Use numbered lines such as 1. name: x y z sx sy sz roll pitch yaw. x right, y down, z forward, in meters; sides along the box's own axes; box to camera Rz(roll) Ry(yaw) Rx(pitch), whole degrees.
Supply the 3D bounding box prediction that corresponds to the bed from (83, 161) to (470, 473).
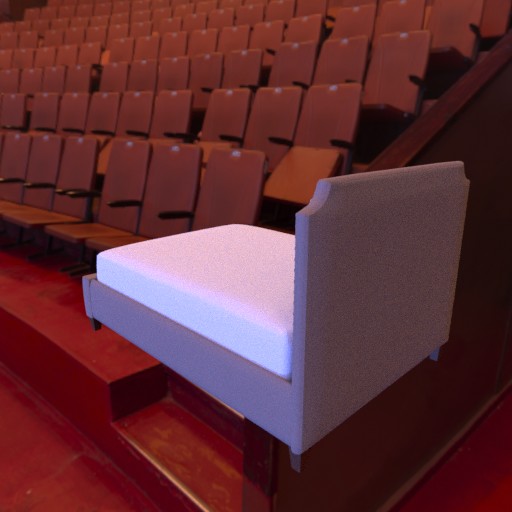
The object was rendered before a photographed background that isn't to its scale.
1. bed: 0.000 0.000 3.311 1.713 1.443 2.372 -16 22 -42
